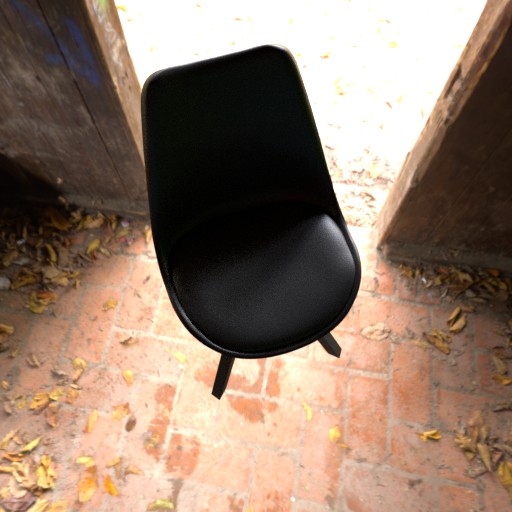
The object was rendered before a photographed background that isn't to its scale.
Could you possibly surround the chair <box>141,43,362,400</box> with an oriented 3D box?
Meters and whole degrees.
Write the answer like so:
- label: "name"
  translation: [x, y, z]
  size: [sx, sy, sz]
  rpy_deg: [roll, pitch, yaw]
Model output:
- label: "chair"
  translation: [0.000, 0.000, 1.153]
  size: [0.485, 0.850, 0.530]
  rpy_deg: [-17, 66, -8]
